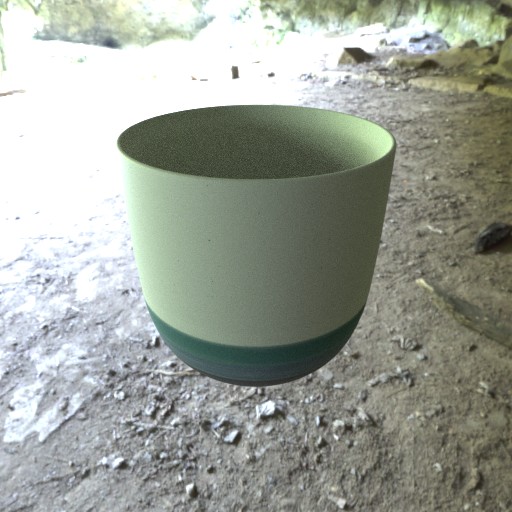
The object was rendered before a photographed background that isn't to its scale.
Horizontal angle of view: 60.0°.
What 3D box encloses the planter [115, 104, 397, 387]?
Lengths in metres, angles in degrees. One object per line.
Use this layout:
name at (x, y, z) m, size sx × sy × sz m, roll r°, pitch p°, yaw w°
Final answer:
planter at (0.000, 0.000, 0.386) m, size 0.204 × 0.214 × 0.204 m, roll 0°, pitch 30°, yaw 0°
